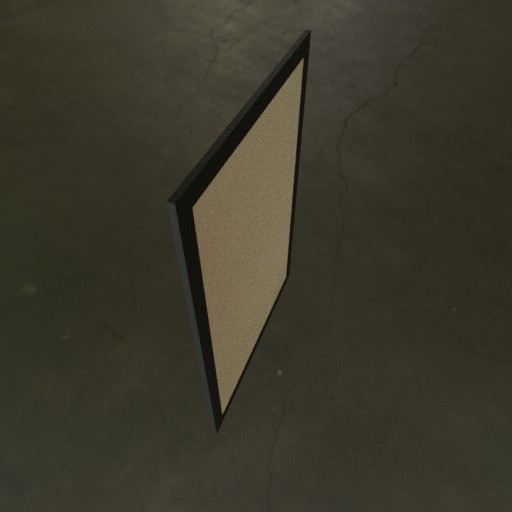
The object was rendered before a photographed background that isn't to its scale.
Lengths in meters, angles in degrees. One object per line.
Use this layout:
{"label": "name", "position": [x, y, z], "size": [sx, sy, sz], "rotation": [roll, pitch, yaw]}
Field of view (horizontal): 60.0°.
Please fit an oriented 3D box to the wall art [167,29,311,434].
{"label": "wall art", "position": [0.000, 0.000, 0.684], "size": [0.008, 0.530, 0.379], "rotation": [17, 51, 14]}
